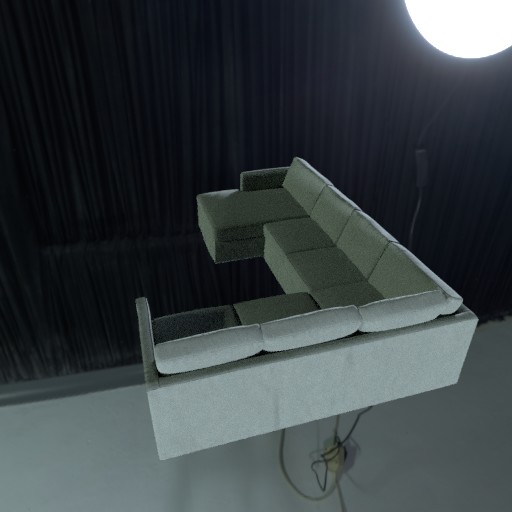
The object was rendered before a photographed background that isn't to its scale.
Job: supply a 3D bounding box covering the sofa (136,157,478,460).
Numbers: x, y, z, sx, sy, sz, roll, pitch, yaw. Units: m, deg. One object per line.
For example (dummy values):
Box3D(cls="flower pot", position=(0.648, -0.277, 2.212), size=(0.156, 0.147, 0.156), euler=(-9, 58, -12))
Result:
Box3D(cls="sofa", position=(0.000, 0.000, 4.497), size=(2.440, 0.869, 3.434), euler=(-9, 32, -14))
